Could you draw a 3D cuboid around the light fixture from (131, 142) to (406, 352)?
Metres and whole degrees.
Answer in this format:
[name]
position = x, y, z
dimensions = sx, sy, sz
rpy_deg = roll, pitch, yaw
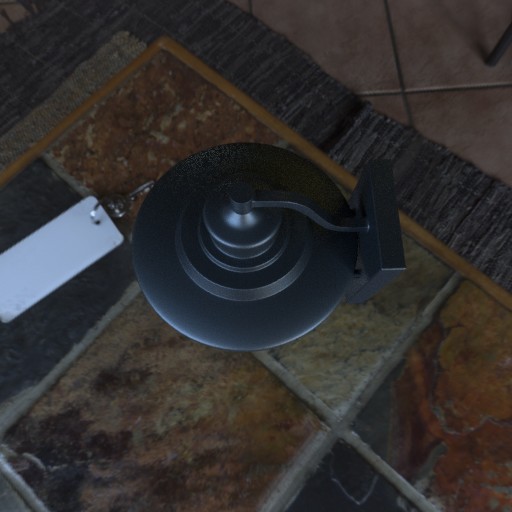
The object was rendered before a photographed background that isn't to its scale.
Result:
[light fixture]
position = 0.000, 0.000, 0.506
dimensions = 0.252, 0.345, 0.222
rpy_deg = -2, 73, -1
